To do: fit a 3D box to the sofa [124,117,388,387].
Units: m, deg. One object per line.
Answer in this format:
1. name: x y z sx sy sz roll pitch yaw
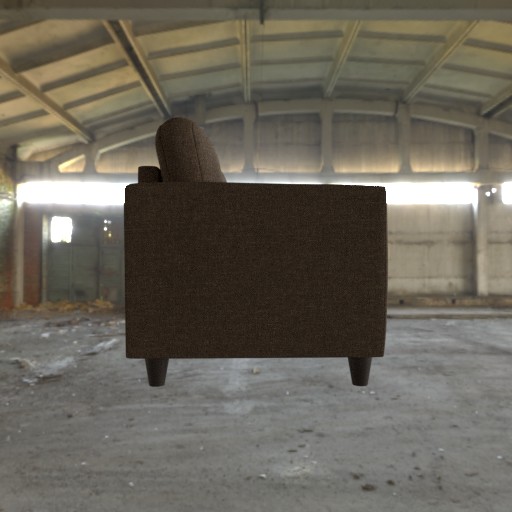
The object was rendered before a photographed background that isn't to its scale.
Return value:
1. sofa: 0.000 0.000 2.267 0.837 0.891 1.847 0 -2 -1
